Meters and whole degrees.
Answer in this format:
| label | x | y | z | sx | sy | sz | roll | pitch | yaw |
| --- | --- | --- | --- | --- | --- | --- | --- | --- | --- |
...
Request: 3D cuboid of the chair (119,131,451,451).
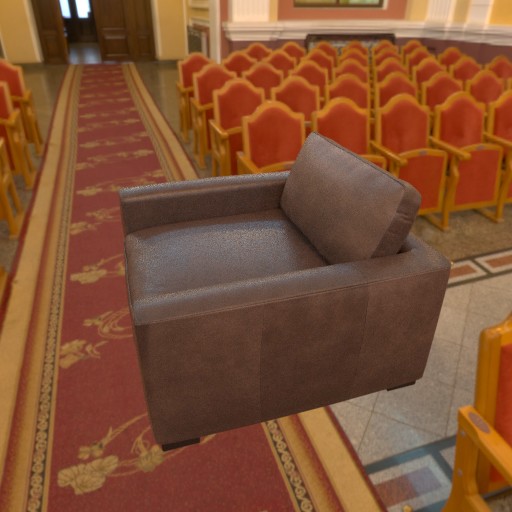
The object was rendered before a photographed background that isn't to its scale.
| label | x | y | z | sx | sy | sz | roll | pitch | yaw |
| --- | --- | --- | --- | --- | --- | --- | --- | --- | --- |
| chair | 0.000 | 0.000 | 1.851 | 1.069 | 0.812 | 1.100 | -9 | 31 | -15 |
